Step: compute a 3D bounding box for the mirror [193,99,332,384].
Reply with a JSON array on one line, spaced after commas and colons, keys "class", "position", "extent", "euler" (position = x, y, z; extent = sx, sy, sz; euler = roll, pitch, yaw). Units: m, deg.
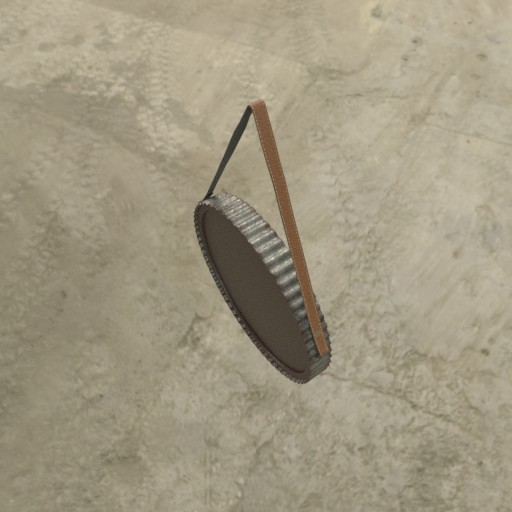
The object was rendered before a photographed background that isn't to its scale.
[{"class": "mirror", "position": [0.000, 0.000, 0.689], "extent": [0.042, 0.568, 0.355], "euler": [-30, 62, -18]}]
